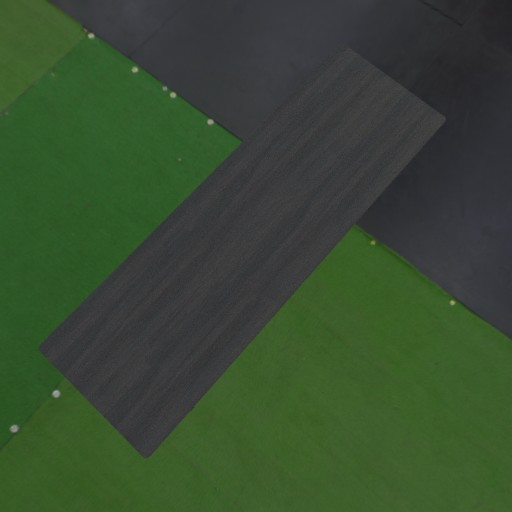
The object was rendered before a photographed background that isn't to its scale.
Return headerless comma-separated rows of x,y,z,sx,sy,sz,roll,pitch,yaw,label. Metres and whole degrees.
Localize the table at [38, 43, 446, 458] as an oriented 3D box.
0.000,0.000,1.737,0.449,0.750,1.399,41,79,10,table
